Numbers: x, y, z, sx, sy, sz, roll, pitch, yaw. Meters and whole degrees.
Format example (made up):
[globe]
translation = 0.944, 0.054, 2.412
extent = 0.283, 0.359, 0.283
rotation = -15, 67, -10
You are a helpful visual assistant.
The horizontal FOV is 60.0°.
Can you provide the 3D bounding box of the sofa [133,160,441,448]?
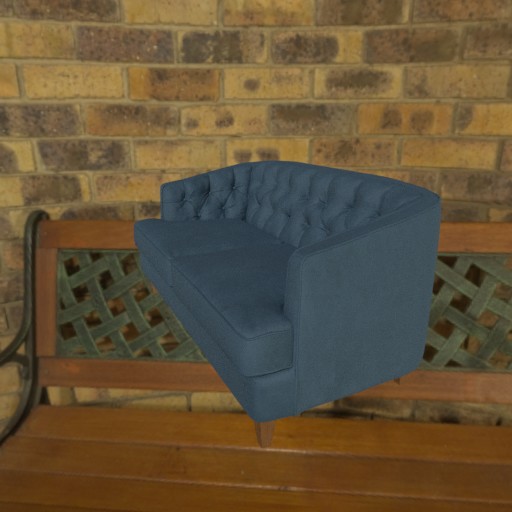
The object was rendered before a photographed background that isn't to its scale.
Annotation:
[sofa]
translation = 0.000, 0.000, 2.268
extent = 0.941, 0.854, 1.733
rotation = -8, 19, -25
